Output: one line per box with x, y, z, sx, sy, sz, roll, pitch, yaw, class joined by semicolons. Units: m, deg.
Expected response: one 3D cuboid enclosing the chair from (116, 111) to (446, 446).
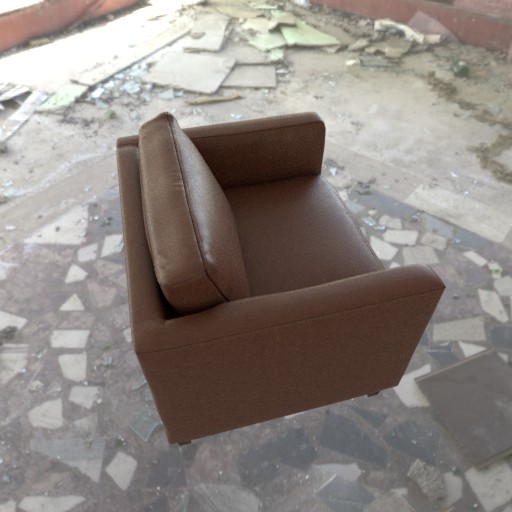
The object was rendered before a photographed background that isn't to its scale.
0.000;0.000;1.800;0.959;0.917;1.107;-11;48;-10;chair
